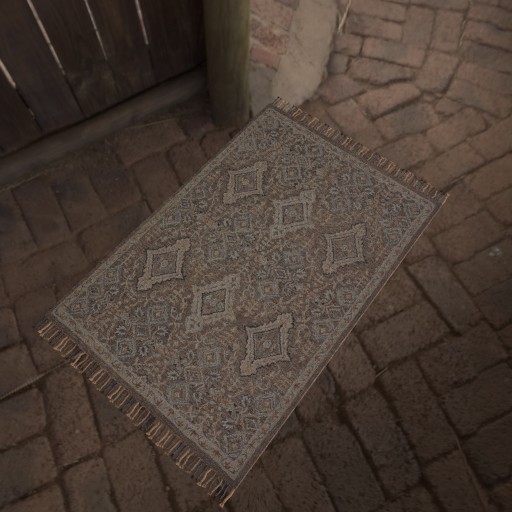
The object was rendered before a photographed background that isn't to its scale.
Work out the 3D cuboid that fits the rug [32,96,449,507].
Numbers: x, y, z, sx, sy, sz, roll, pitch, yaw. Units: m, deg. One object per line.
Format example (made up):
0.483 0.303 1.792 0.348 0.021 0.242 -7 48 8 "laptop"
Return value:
0.000 0.000 2.878 1.516 0.010 2.434 36 68 16 "rug"
